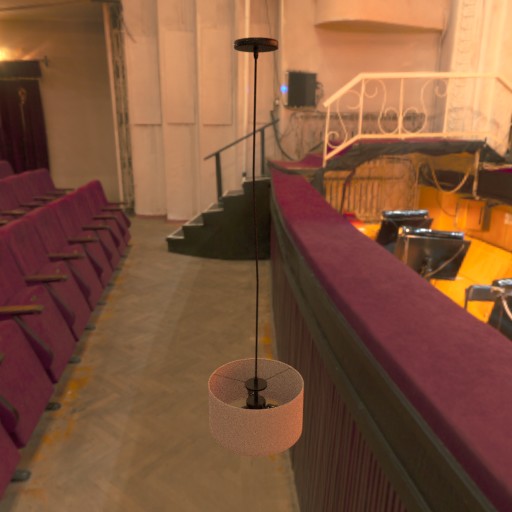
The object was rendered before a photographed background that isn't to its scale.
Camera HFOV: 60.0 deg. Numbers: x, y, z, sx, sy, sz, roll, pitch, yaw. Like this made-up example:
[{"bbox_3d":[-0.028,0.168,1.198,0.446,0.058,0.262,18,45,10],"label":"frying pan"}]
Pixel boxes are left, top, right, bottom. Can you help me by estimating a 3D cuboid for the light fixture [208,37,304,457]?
[{"bbox_3d":[0.000,0.000,1.715,0.399,1.516,0.399,0,16,0],"label":"light fixture"}]
